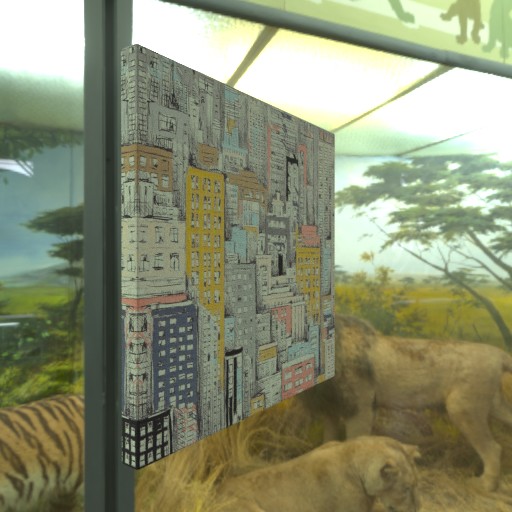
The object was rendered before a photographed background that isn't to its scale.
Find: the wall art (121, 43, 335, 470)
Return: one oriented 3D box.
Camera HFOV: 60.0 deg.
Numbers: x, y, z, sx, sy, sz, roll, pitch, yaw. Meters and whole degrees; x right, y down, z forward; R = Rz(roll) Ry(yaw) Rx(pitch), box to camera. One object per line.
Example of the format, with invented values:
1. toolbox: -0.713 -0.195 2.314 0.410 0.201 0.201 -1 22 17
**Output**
1. wall art: 0.000 0.000 1.102 0.048 0.762 0.761 0 1 37
